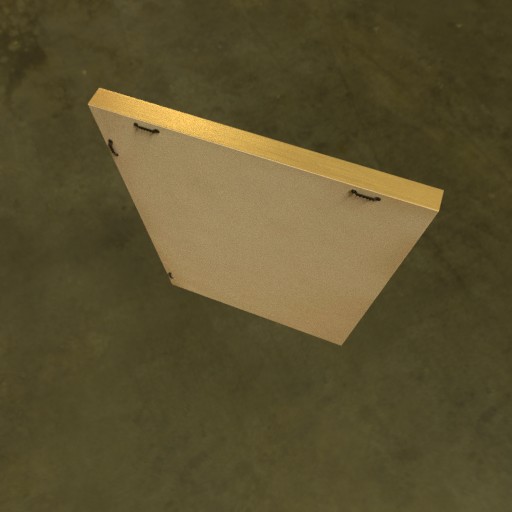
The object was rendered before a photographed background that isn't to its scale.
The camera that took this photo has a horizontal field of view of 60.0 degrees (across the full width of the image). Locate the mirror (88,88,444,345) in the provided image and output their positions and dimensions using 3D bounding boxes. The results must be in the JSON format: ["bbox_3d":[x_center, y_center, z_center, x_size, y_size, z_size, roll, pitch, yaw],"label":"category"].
[{"bbox_3d":[0.000,0.000,0.927,0.507,0.710,0.039,19,66,9],"label":"mirror"}]
